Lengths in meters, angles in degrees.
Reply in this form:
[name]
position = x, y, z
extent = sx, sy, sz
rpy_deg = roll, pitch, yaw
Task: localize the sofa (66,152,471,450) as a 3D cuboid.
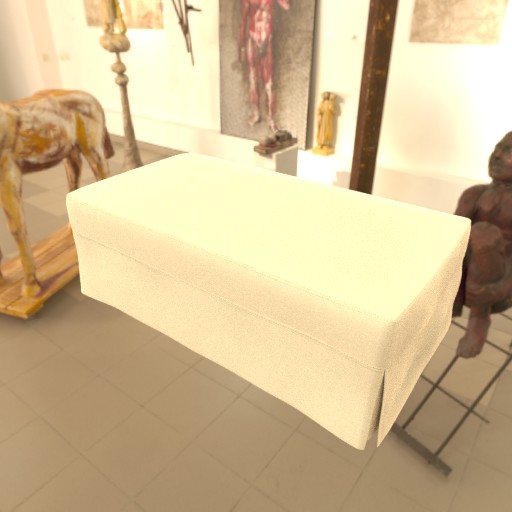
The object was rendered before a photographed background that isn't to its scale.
[sofa]
position = 0.000, 0.000, 2.081
extent = 1.677, 0.552, 0.939
rpy_deg = 20, 35, 31
